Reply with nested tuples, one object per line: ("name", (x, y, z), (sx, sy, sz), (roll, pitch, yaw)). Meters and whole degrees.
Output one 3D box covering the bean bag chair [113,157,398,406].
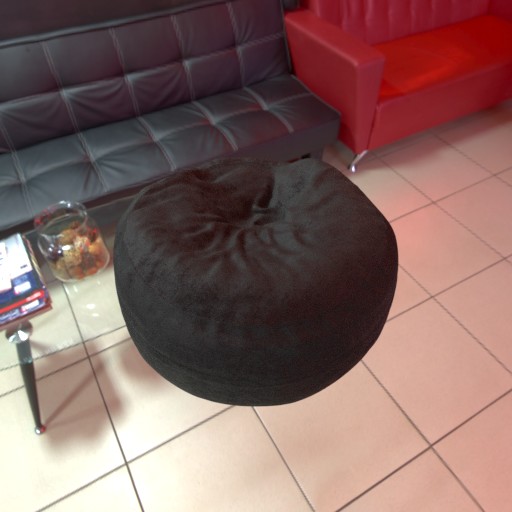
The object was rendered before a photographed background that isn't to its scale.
("bean bag chair", (0.000, 0.000, 2.439), (1.525, 0.751, 1.525), (0, 48, 0))
